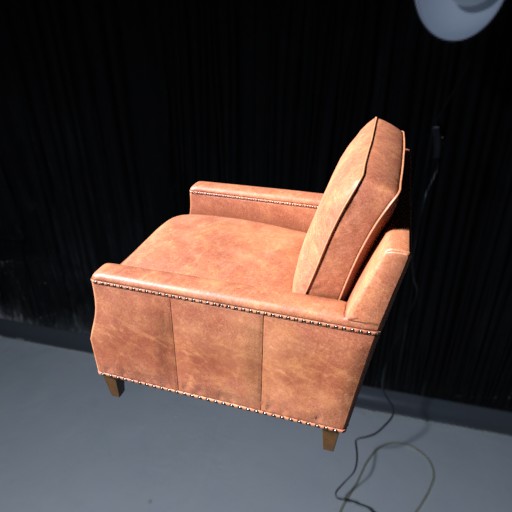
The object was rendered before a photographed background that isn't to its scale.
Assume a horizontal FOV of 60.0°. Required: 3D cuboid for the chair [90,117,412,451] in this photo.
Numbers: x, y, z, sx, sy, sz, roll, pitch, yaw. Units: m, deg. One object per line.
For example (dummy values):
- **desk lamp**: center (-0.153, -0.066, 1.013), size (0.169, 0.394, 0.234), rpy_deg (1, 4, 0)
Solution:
- **chair**: center (0.000, 0.000, 1.672), size (1.014, 0.943, 0.853), rpy_deg (9, 32, 14)
